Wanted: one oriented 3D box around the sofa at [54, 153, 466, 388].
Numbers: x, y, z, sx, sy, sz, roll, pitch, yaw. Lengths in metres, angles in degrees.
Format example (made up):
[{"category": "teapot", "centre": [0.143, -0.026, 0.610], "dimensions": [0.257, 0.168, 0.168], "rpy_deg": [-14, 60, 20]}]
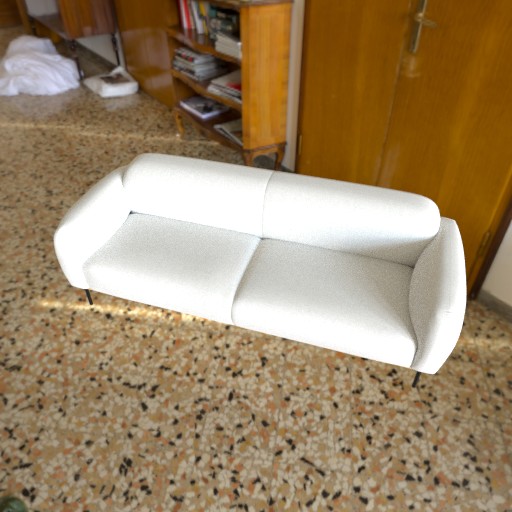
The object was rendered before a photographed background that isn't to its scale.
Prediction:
[{"category": "sofa", "centre": [0.000, 0.000, 2.644], "dimensions": [2.257, 0.780, 0.880], "rpy_deg": [12, 41, 14]}]
